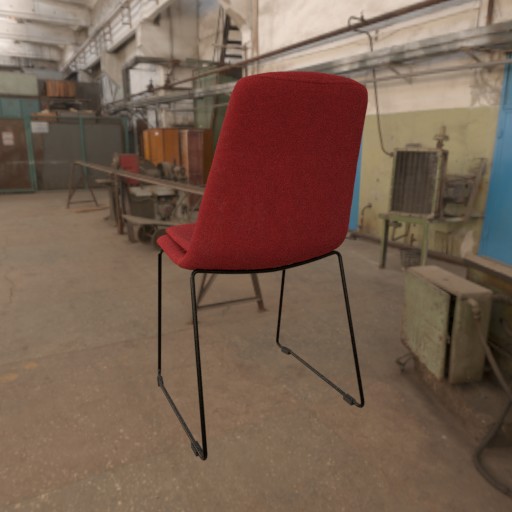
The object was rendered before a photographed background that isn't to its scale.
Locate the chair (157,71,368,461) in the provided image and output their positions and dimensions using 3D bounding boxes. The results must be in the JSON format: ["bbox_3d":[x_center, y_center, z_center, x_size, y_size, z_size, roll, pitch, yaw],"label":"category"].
[{"bbox_3d":[0.000,0.000,1.186,0.479,0.858,0.518,-7,16,-26],"label":"chair"}]
